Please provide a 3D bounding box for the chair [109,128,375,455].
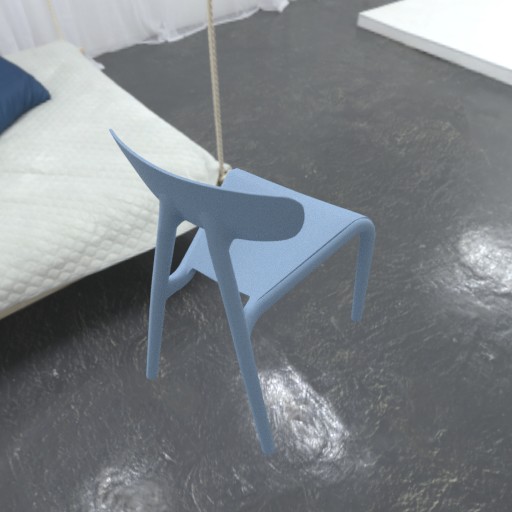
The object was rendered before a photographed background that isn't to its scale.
[{"bbox_3d":[0.000,0.000,0.812,0.356,0.580,0.401,24,51,22],"label":"chair"}]
